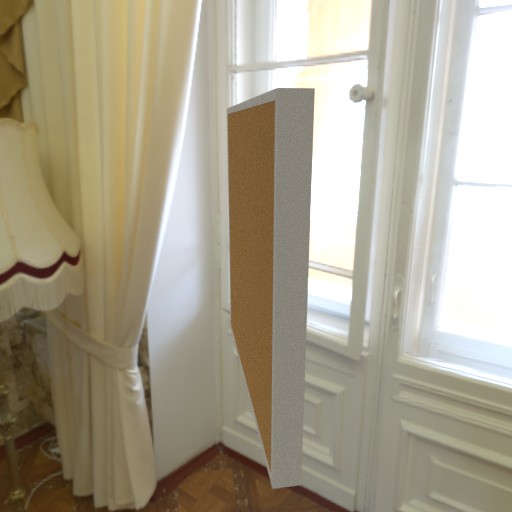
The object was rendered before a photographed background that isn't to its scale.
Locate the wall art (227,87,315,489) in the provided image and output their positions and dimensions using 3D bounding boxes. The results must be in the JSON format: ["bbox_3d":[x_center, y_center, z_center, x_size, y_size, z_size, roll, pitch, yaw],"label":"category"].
[{"bbox_3d":[0.000,0.000,0.462,0.024,0.304,0.304,-3,16,-9],"label":"wall art"}]
